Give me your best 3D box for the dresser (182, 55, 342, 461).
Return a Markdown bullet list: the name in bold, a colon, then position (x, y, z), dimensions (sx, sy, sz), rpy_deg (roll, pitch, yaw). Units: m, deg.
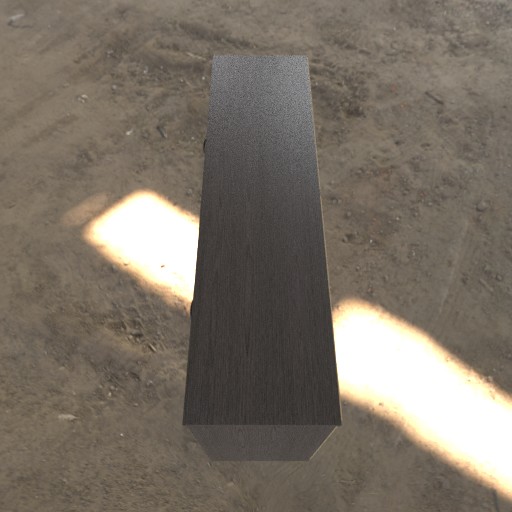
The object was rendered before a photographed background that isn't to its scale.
- **dresser**: position (0.000, 0.000, 1.687), dimensions (0.401, 0.755, 1.360), rpy_deg (0, 59, 0)
